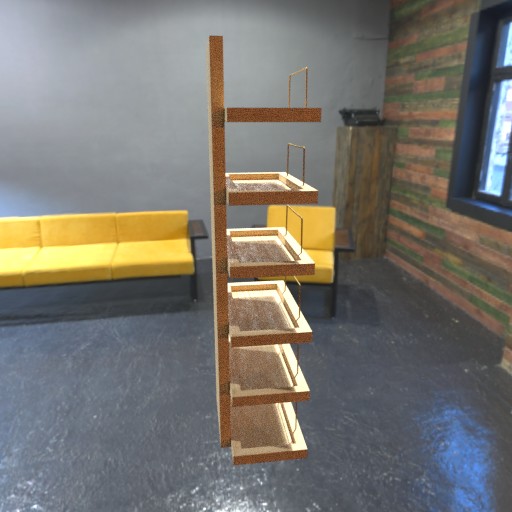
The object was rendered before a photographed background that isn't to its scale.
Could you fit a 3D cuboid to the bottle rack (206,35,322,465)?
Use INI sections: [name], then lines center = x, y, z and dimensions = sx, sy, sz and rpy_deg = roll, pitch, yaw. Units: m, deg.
[bottle rack]
center = 0.000, 0.000, 1.086
dimensions = 0.206, 0.943, 0.330
rpy_deg = -2, 17, -7
